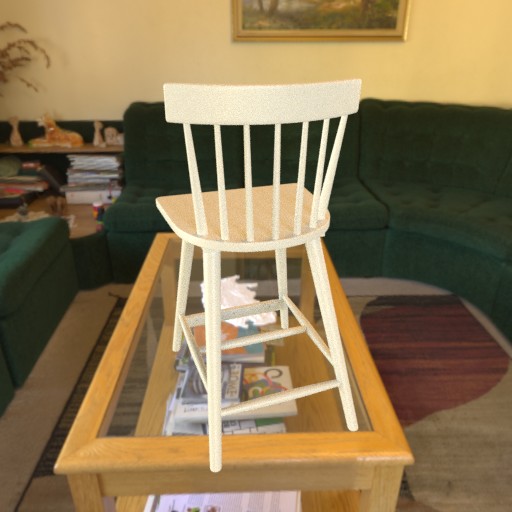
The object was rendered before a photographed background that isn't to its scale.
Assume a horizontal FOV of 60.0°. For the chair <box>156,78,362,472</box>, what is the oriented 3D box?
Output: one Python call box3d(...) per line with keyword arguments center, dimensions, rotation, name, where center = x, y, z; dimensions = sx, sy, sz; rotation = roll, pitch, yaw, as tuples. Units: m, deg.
box3d(center=(0.000, 0.000, 1.274), dimensions=(0.483, 0.952, 0.572), rotation=(-9, 27, -17), name="chair")
